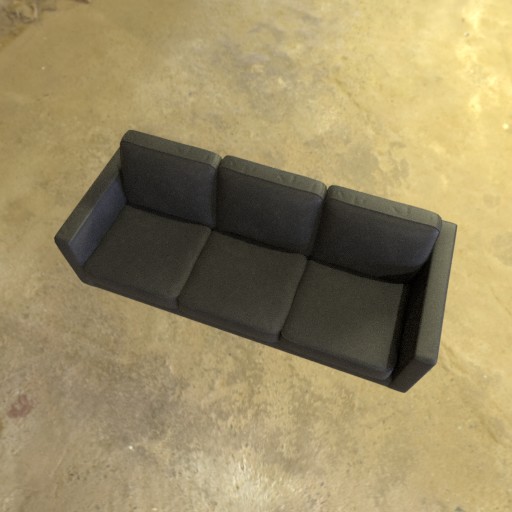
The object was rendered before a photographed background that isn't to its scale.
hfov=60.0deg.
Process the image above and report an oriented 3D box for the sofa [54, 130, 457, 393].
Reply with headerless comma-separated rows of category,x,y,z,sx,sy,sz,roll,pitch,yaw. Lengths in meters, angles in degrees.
sofa,0.000,0.000,2.571,2.029,0.899,0.879,17,60,10
